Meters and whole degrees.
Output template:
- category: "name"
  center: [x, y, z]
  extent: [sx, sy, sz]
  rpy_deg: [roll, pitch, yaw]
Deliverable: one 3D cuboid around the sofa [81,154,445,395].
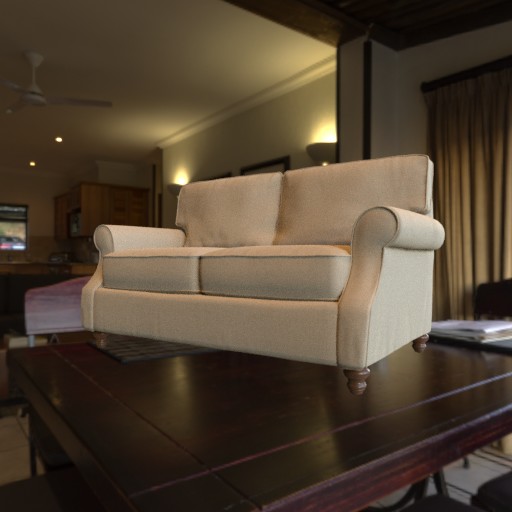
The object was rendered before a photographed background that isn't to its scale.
- category: "sofa"
  center: [0.000, 0.000, 2.207]
  extent: [1.665, 0.937, 0.964]
  rpy_deg: [0, 0, 34]
